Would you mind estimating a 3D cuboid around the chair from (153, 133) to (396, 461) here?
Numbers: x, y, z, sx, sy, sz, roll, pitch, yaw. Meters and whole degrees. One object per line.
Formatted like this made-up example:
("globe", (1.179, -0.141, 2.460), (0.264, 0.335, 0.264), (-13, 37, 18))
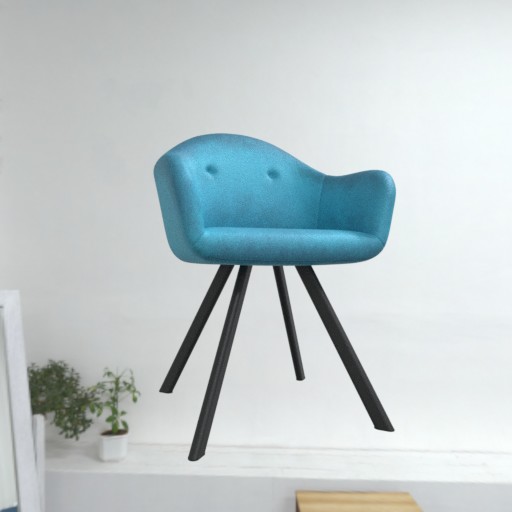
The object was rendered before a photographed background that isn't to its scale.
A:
("chair", (0.000, 0.000, 1.179), (0.540, 0.780, 0.570), (0, -1, -19))
